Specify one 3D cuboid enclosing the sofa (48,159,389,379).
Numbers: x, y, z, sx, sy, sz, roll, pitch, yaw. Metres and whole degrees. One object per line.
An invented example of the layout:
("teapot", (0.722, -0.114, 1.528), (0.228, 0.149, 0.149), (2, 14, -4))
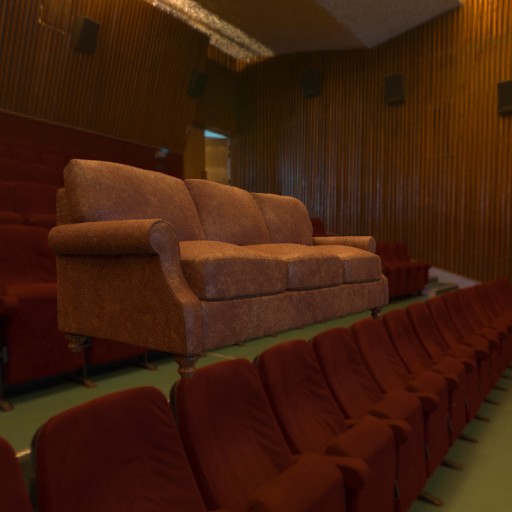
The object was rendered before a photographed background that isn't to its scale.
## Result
("sofa", (0.000, 0.000, 2.841), (0.973, 0.977, 2.351), (0, 0, 37))
